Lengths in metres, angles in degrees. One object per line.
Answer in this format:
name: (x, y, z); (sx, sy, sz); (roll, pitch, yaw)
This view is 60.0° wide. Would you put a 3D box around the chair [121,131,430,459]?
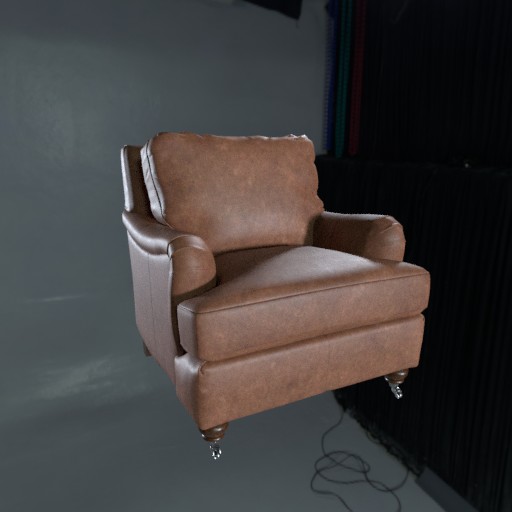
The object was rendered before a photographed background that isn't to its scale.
chair: (0.000, 0.000, 1.944); (0.986, 1.055, 1.158); (-7, 16, -26)
